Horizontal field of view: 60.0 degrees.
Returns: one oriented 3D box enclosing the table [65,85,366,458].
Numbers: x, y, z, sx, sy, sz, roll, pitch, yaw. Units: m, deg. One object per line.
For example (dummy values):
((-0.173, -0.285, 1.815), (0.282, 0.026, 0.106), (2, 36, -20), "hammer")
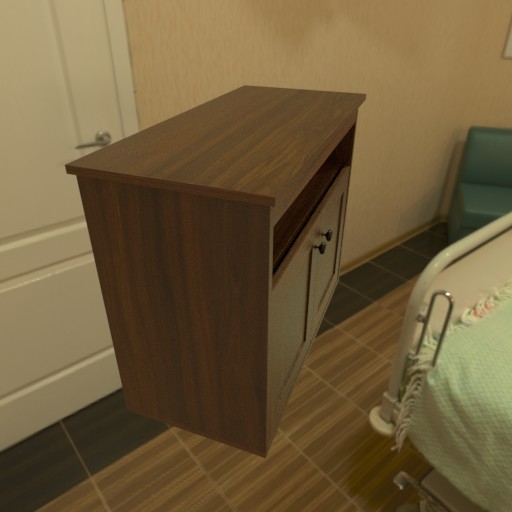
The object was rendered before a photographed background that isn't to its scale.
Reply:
((0.000, 0.000, 1.203), (0.390, 0.725, 0.802), (11, 33, 18), "table")
